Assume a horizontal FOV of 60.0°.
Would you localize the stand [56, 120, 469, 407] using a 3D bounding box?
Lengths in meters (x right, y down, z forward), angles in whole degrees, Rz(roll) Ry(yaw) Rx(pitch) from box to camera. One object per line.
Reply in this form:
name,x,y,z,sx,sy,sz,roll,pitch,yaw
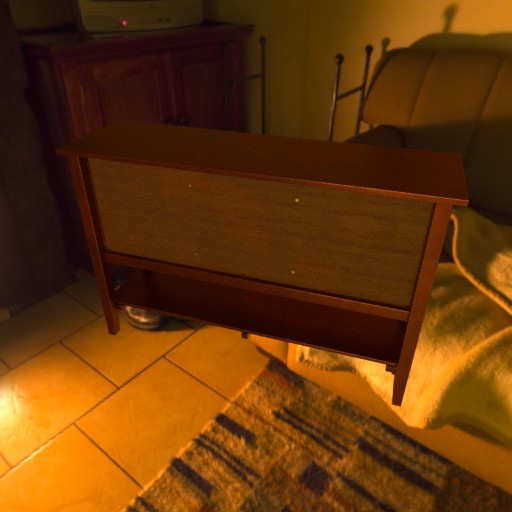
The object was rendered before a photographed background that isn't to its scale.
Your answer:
stand,0.000,0.000,1.787,1.362,0.872,0.410,10,34,15
